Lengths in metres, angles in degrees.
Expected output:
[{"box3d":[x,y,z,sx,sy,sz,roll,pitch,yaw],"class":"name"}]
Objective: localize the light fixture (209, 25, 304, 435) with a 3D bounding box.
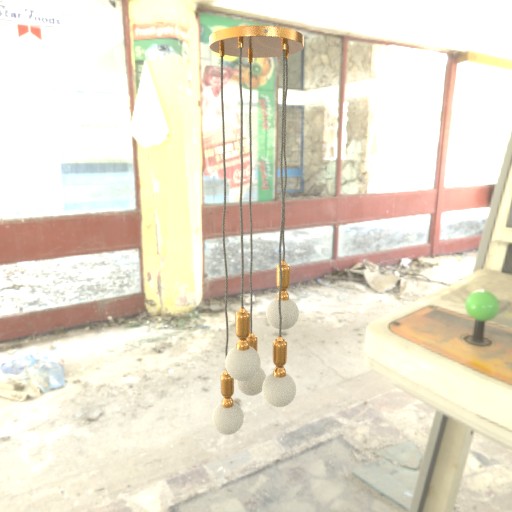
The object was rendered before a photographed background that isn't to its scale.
[{"box3d":[0.000,0.000,0.507,0.108,0.457,0.105,-2,13,-10],"class":"light fixture"}]
